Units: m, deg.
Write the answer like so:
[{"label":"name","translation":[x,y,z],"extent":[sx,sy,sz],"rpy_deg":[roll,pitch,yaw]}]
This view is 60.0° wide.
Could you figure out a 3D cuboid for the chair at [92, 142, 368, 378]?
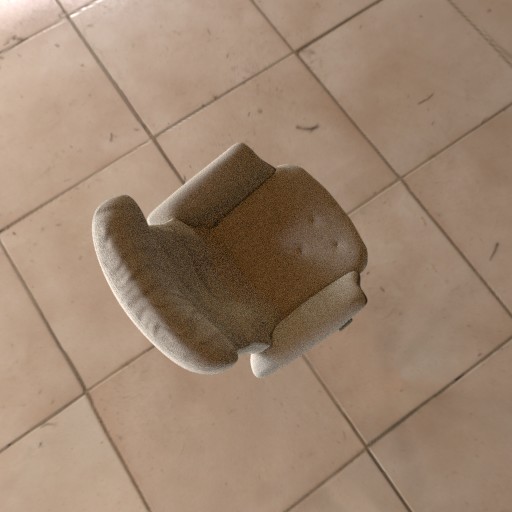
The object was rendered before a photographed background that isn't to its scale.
[{"label":"chair","translation":[0.000,0.000,1.603],"extent":[0.837,0.995,0.785],"rpy_deg":[-35,79,-8]}]
